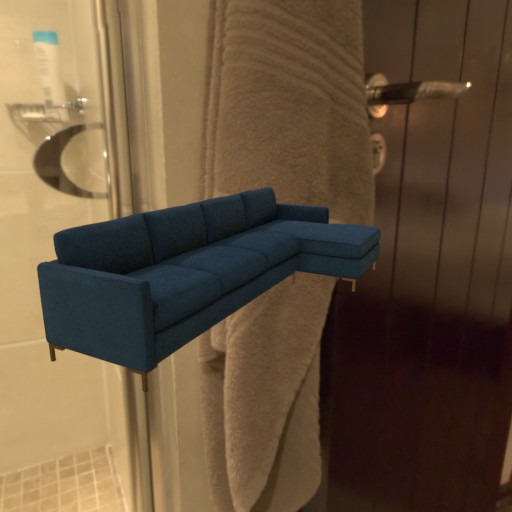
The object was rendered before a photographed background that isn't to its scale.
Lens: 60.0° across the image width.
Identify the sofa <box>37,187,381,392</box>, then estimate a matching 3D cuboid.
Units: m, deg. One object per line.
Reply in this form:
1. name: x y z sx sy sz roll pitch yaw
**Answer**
1. sofa: 0.000 0.000 3.512 1.350 0.810 2.932 8 17 27
